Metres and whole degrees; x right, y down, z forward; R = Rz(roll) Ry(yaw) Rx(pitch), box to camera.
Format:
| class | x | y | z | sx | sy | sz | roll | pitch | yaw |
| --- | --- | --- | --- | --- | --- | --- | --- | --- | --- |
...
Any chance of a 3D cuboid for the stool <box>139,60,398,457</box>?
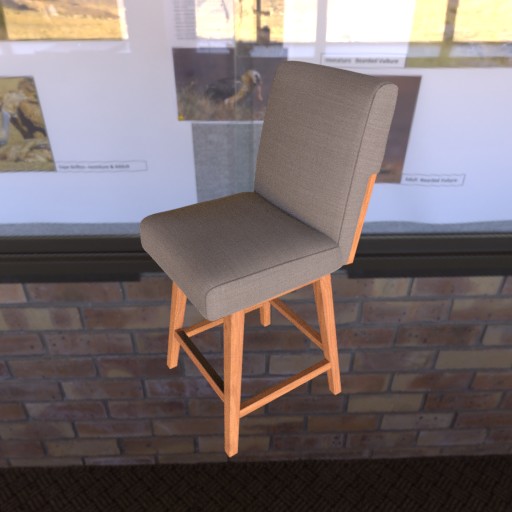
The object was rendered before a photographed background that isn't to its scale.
| class | x | y | z | sx | sy | sz | roll | pitch | yaw |
| --- | --- | --- | --- | --- | --- | --- | --- | --- | --- |
| stool | 0.000 | 0.000 | 1.340 | 0.570 | 1.019 | 0.459 | -19 | 37 | -28 |
